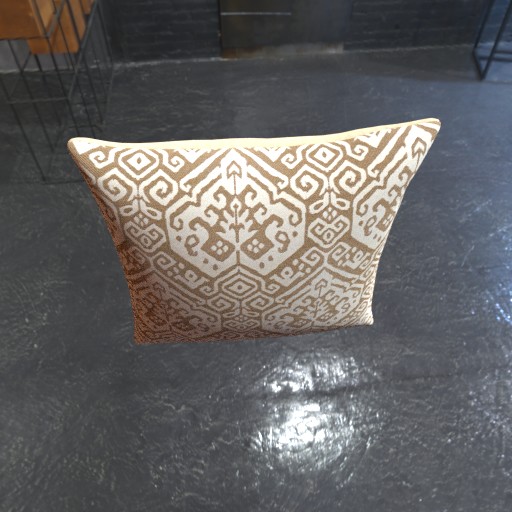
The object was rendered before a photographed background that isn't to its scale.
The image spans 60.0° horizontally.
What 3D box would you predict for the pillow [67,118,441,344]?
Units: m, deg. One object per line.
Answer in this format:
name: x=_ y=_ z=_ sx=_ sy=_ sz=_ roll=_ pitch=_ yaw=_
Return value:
pillow: x=0.000 y=0.000 z=0.631 sx=0.419 sy=0.407 sz=0.173 roll=-4 pitch=48 yaw=-4
